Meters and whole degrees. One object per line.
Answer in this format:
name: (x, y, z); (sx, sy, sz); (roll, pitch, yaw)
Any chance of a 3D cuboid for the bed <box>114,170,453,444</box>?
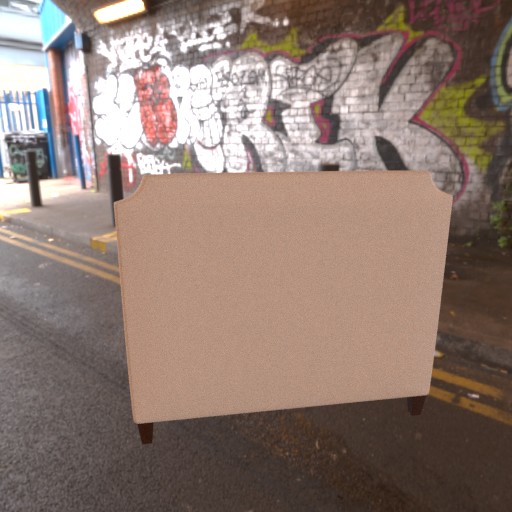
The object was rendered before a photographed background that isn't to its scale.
bed: (0.000, 0.000, 3.417); (1.712, 1.443, 2.372); (-2, 15, -9)
